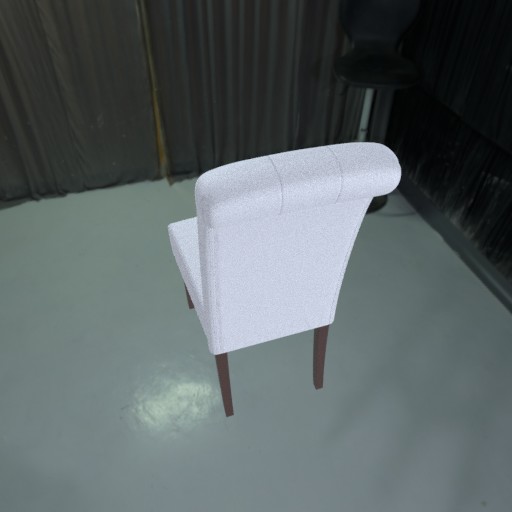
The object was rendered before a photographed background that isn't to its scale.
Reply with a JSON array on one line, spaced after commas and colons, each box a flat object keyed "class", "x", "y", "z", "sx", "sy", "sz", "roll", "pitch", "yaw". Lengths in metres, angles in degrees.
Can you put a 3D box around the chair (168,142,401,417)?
[{"class": "chair", "x": 0.000, "y": 0.000, "z": 1.373, "sx": 0.456, "sy": 1.006, "sz": 0.671, "roll": -13, "pitch": 44, "yaw": -13}]
